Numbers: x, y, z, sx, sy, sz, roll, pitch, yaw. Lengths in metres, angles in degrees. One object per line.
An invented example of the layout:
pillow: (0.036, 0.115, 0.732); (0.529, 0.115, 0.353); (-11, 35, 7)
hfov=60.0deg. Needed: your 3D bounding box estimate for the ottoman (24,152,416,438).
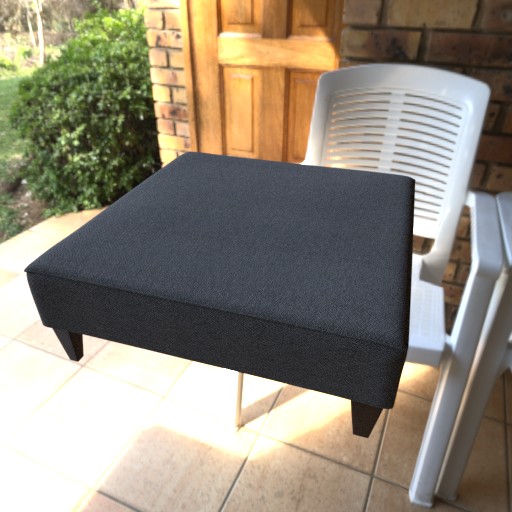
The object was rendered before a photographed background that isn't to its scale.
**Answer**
ottoman: (0.000, 0.000, 1.488); (0.970, 0.378, 0.981); (10, 33, 15)
